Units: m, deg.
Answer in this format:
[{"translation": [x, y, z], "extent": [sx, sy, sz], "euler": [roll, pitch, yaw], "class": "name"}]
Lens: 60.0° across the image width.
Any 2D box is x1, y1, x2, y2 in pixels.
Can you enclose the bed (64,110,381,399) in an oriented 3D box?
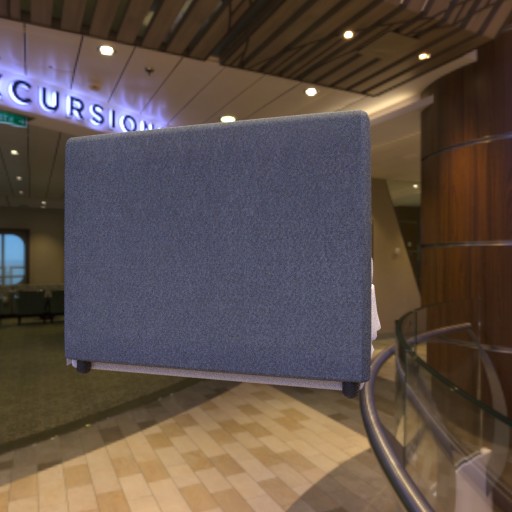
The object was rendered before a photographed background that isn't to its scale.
[{"translation": [0.000, 0.000, 3.236], "extent": [1.723, 1.330, 2.142], "euler": [0, 0, 17], "class": "bed"}]
